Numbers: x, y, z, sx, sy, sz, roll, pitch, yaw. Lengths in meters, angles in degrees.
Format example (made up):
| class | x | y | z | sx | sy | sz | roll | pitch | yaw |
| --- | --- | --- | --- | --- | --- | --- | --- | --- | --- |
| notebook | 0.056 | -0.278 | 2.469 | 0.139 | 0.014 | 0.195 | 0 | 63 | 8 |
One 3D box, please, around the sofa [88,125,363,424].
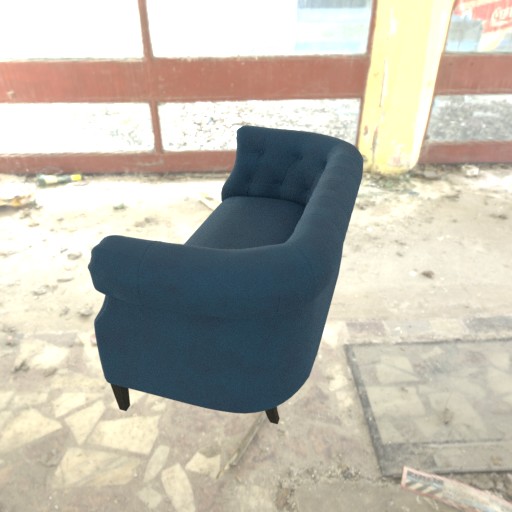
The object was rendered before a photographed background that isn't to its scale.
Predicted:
| class | x | y | z | sx | sy | sz | roll | pitch | yaw |
| --- | --- | --- | --- | --- | --- | --- | --- | --- | --- |
| sofa | 0.000 | 0.000 | 2.084 | 0.835 | 0.827 | 1.558 | 9 | 33 | 15 |
